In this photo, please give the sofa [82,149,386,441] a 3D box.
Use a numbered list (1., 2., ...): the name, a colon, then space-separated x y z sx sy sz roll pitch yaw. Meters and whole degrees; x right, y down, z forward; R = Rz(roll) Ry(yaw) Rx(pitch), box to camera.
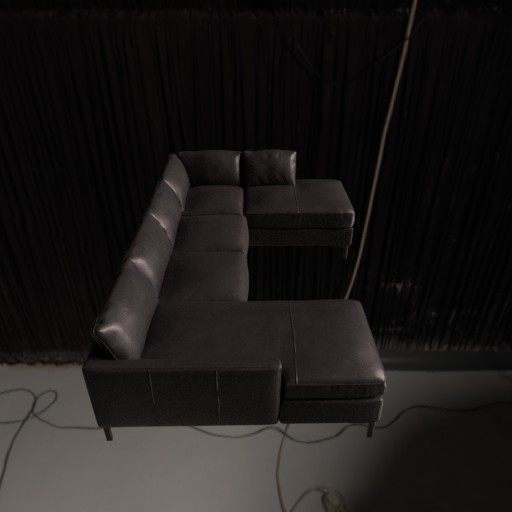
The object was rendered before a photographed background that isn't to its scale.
1. sofa: 0.000 0.000 3.742 1.939 0.900 2.956 0 32 -1
